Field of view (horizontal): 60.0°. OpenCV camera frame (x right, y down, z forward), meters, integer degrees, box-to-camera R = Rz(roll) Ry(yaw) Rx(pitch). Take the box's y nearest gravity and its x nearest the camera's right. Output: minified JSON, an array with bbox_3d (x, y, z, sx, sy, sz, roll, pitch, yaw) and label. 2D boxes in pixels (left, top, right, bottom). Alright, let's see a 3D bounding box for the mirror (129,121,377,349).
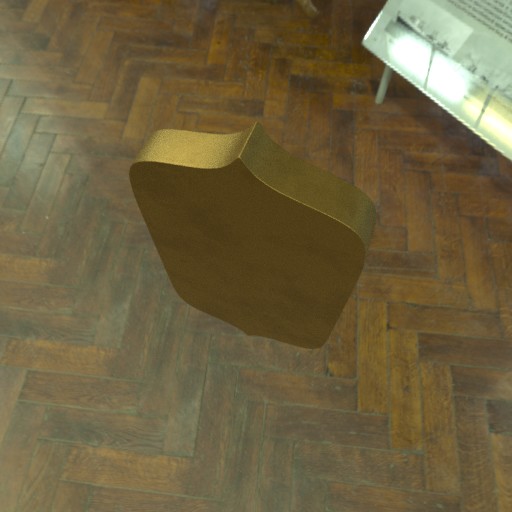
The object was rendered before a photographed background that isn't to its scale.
[{"bbox_3d":[0.000,0.000,0.738,0.323,0.613,0.096,19,65,9],"label":"mirror"}]
